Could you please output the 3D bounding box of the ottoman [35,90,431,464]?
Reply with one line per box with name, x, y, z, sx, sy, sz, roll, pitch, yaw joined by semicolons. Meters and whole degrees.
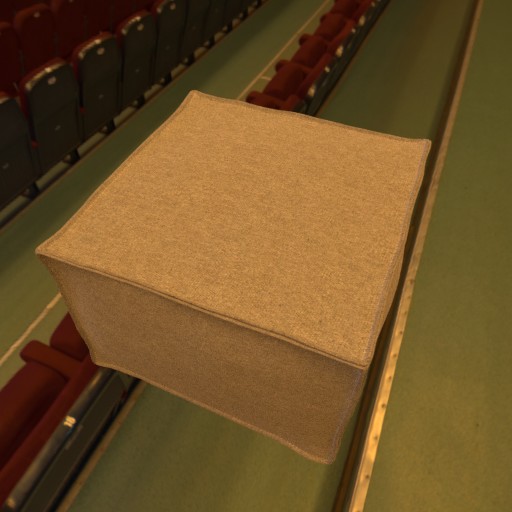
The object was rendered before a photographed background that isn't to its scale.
ottoman;0.000;0.000;1.130;0.696;0.470;0.707;17;51;15
